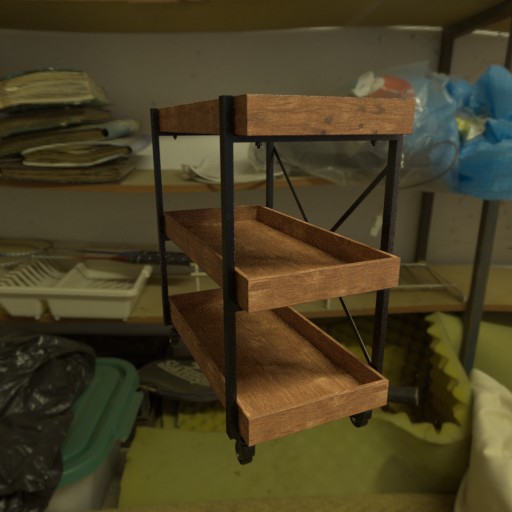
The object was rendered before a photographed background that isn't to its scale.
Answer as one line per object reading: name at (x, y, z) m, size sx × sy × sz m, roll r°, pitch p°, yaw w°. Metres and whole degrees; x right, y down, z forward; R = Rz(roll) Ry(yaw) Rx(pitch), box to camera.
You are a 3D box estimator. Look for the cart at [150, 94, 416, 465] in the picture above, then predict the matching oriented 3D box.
cart at (0.000, 0.000, 1.240) m, size 0.411 × 0.800 × 0.750 m, roll -7°, pitch 18°, yaw -23°
